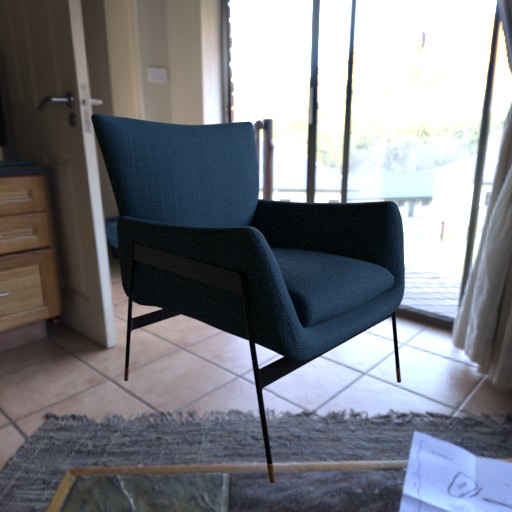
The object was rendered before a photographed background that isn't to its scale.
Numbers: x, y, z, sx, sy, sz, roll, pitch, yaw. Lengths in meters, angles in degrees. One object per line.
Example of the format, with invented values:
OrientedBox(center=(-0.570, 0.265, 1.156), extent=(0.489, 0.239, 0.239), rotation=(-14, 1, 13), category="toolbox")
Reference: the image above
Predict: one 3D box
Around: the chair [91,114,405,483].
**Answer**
OrientedBox(center=(0.000, 0.000, 1.400), extent=(0.769, 0.859, 0.678), rotation=(13, 19, 43), category="chair")
